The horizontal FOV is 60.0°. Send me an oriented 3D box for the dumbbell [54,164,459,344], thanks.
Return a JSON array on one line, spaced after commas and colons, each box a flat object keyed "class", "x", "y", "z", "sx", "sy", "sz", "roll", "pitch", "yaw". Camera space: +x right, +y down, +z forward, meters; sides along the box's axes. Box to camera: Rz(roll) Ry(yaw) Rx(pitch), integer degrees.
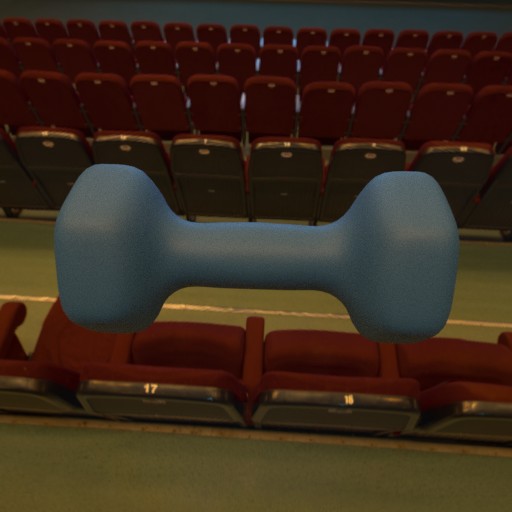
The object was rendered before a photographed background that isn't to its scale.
[{"class": "dumbbell", "x": 0.000, "y": 0.000, "z": 0.258, "sx": 0.212, "sy": 0.093, "sz": 0.103, "roll": 2, "pitch": 44, "yaw": 2}]
